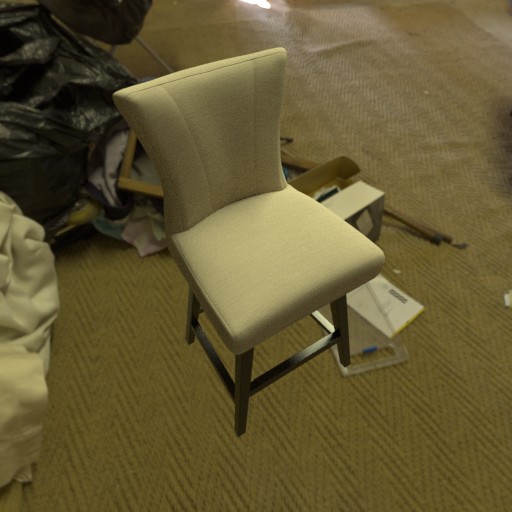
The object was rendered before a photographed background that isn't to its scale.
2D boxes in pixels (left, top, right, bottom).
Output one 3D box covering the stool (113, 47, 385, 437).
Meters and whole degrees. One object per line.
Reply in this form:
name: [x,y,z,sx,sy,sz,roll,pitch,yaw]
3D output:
stool: [0.000,0.000,1.367,0.514,1.000,0.574,-26,52,-22]
